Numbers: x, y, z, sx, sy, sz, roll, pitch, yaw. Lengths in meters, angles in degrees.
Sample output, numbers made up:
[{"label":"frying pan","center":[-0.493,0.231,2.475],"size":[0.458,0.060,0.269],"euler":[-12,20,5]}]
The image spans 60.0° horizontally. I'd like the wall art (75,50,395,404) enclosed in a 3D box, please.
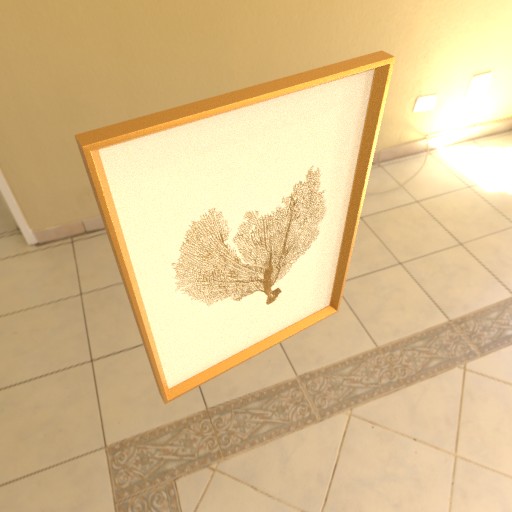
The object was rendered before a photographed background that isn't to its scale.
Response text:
[{"label":"wall art","center":[0.000,0.000,1.049],"size":[0.610,0.812,0.038],"euler":[-24,50,-21]}]
